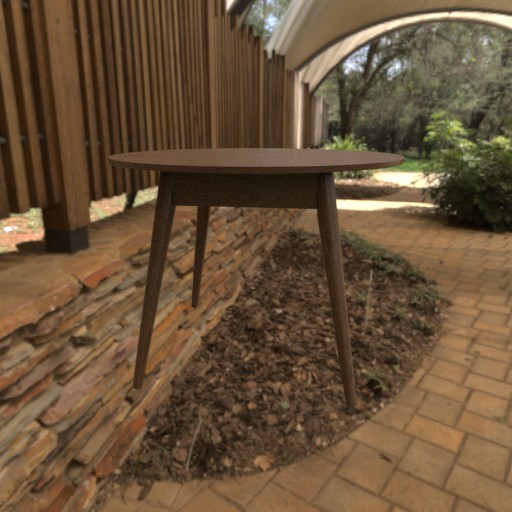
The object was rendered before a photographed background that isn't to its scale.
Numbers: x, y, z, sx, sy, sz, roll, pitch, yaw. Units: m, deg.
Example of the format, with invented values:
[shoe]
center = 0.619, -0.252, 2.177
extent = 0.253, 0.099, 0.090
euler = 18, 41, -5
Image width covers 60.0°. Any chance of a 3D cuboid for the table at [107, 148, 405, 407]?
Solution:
[table]
center = 0.000, 0.000, 1.760
extent = 1.053, 0.786, 1.053
euler = 0, 16, 0
